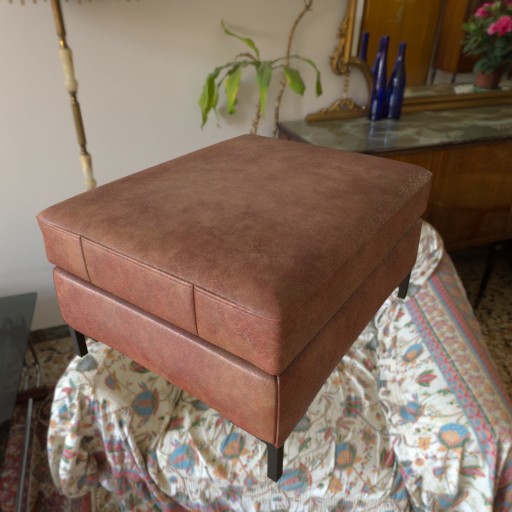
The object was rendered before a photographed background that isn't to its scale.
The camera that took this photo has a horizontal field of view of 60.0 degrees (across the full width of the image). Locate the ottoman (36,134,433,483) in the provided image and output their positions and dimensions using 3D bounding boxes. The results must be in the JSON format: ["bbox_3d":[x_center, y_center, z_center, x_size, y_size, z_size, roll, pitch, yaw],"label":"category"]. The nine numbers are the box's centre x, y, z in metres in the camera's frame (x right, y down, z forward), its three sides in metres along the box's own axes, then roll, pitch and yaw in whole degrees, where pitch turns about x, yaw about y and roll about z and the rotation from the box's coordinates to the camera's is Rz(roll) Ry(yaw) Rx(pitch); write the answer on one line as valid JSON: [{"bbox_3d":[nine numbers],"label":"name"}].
[{"bbox_3d":[0.000,0.000,1.744,0.965,0.667,1.186,19,35,30],"label":"ottoman"}]
